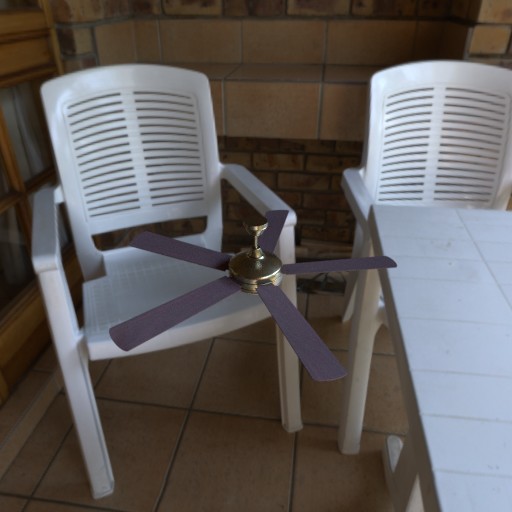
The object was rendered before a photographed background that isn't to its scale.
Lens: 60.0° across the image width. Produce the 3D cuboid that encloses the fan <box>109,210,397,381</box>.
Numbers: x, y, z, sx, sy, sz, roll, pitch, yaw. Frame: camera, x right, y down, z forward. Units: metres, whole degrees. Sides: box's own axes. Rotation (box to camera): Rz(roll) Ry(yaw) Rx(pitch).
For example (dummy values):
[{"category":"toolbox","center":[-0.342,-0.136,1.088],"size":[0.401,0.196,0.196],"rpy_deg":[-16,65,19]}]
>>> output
[{"category":"fan","center":[0.000,0.000,2.004],"size":[1.321,0.356,1.321],"rpy_deg":[1,31,2]}]
